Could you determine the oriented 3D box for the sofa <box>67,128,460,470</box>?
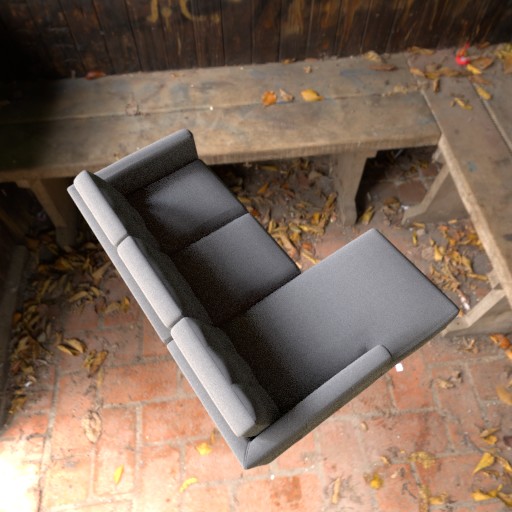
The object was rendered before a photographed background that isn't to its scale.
[{"bbox_3d":[0.000,0.000,2.793,1.530,0.860,2.040,-31,63,-18],"label":"sofa"}]
